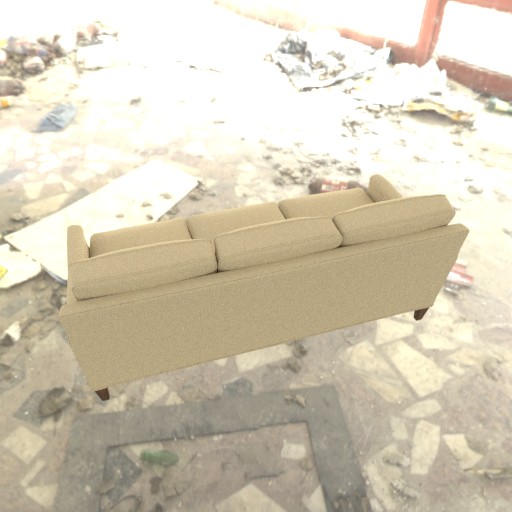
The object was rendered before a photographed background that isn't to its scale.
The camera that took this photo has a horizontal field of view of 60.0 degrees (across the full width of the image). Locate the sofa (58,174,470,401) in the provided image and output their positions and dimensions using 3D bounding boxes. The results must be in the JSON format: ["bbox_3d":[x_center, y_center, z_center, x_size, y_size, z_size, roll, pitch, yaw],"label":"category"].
[{"bbox_3d":[0.000,0.000,2.815,2.246,1.003,1.084,-11,42,-13],"label":"sofa"}]
